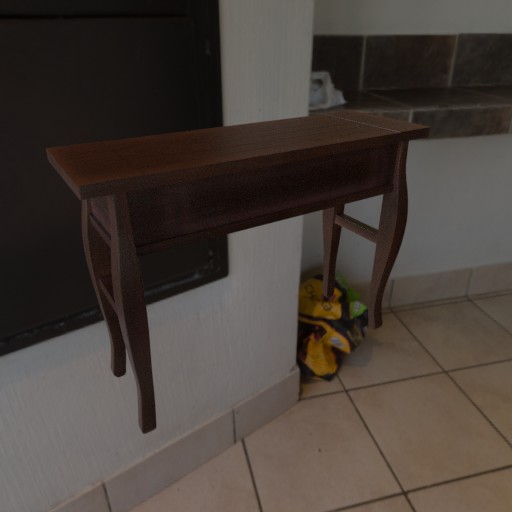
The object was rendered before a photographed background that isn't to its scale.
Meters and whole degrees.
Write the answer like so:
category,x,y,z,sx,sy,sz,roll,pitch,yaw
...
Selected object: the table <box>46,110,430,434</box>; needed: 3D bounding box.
category,x,y,z,sx,sy,sz,roll,pitch,yaw
table,0.000,0.000,1.442,1.062,0.768,0.373,-16,32,-28
